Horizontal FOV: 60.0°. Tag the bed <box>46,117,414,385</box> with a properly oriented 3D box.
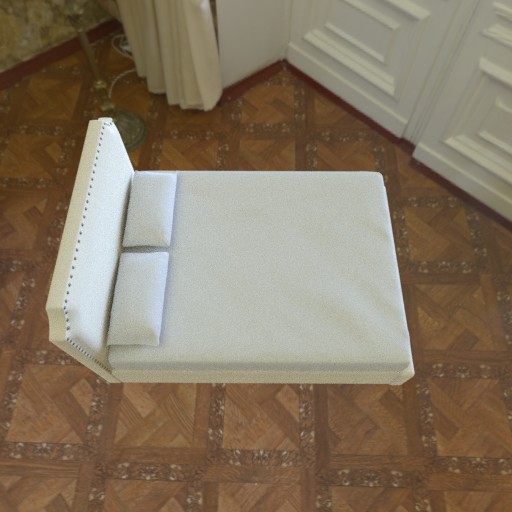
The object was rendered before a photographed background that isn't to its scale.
[{"bbox_3d":[0.000,0.000,3.392,2.329,1.415,1.703,0,63,0],"label":"bed"}]
